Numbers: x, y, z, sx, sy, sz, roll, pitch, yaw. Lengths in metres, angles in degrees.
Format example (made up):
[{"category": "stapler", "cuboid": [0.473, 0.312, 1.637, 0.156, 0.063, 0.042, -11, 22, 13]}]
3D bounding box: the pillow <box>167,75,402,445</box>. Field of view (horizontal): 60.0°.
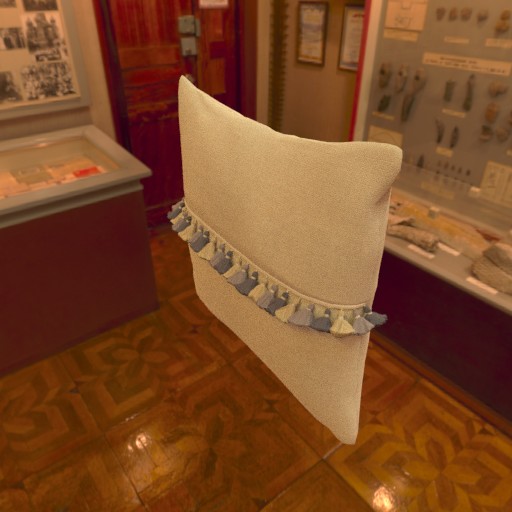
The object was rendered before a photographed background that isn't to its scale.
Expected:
[{"category": "pillow", "cuboid": [0.000, 0.000, 0.722, 0.165, 0.481, 0.489, -22, 39, -30]}]
